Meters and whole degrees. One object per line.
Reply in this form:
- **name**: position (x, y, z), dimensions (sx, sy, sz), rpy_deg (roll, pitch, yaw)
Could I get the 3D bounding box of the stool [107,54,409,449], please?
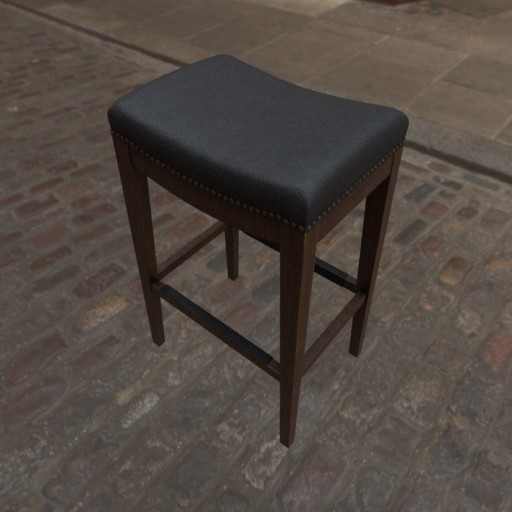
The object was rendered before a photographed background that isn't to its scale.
- **stool**: position (0.000, 0.000, 1.043), dimensions (0.500, 0.765, 0.361), rpy_deg (30, 52, 27)
